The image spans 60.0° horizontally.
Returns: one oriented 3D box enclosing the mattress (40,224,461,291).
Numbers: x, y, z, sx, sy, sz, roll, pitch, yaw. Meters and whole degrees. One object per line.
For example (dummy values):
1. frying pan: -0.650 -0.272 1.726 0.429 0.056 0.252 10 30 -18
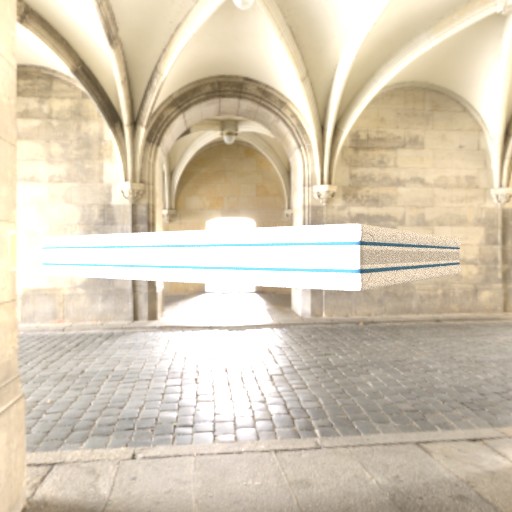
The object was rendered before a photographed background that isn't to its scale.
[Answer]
1. mattress: 0.000 0.000 2.688 2.000 0.230 1.600 0 0 36
